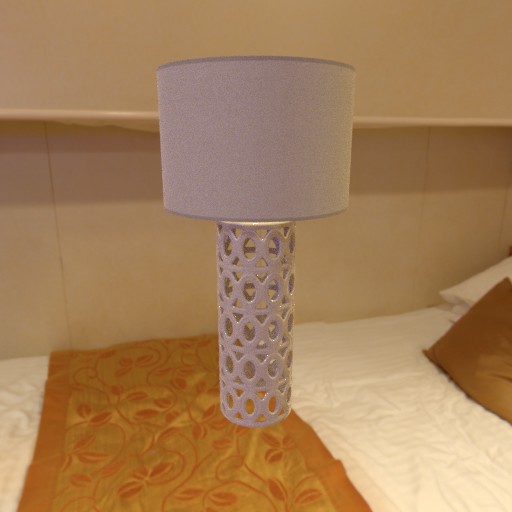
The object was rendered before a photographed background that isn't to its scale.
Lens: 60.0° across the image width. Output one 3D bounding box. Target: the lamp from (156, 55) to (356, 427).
[{"bbox_3d":[0.000,0.000,0.824,0.325,0.636,0.324,8,17,26],"label":"lamp"}]
